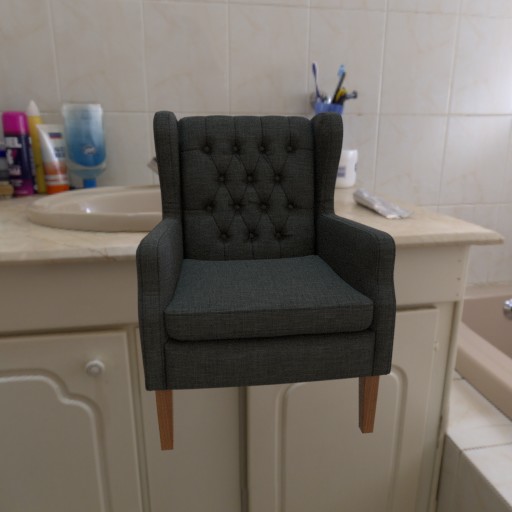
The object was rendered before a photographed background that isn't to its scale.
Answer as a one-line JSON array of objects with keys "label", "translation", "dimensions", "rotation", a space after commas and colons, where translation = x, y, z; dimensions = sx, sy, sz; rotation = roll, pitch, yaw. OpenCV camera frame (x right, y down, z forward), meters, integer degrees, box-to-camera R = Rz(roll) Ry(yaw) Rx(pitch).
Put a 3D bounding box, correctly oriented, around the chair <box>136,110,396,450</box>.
[{"label": "chair", "translation": [0.000, 0.000, 1.502], "dimensions": [0.711, 0.953, 0.775], "rotation": [-2, 16, -7]}]
